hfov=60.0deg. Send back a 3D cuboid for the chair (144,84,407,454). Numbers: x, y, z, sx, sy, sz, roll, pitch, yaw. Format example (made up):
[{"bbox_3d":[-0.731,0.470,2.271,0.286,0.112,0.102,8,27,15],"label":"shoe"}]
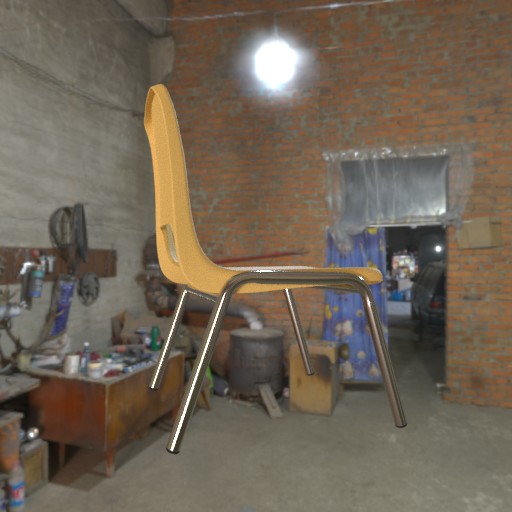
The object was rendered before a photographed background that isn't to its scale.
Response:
[{"bbox_3d":[0.000,0.000,0.798,0.385,0.536,0.354,0,-1,-18],"label":"chair"}]
